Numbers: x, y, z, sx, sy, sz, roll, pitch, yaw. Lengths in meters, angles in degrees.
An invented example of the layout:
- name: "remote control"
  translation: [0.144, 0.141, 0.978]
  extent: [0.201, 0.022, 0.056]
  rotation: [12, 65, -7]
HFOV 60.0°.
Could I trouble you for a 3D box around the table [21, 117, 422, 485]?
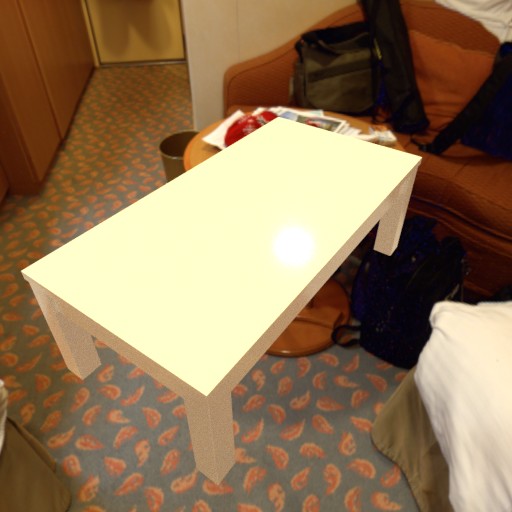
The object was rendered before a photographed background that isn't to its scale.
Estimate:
- name: "table"
  translation: [0.000, 0.000, 1.691]
  extent: [0.700, 0.470, 1.350]
  rotation: [25, 46, 26]
